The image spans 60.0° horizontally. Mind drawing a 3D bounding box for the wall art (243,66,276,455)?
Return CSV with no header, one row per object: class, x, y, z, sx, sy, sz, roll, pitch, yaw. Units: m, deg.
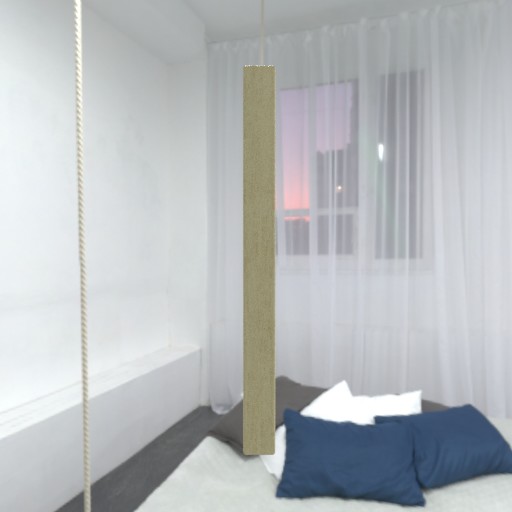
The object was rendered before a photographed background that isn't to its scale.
wall art,0.000,0.000,0.700,0.032,0.381,0.533,0,1,-1
